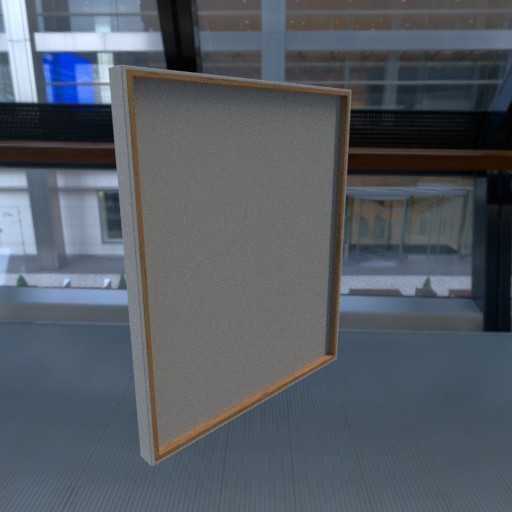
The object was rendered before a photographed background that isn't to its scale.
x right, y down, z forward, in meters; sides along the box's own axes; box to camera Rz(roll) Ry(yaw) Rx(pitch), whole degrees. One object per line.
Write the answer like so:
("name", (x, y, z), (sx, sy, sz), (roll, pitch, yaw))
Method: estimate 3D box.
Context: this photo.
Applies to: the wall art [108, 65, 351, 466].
("wall art", (0.000, 0.000, 0.822), (0.508, 0.606, 0.037), (-15, 22, -42))
